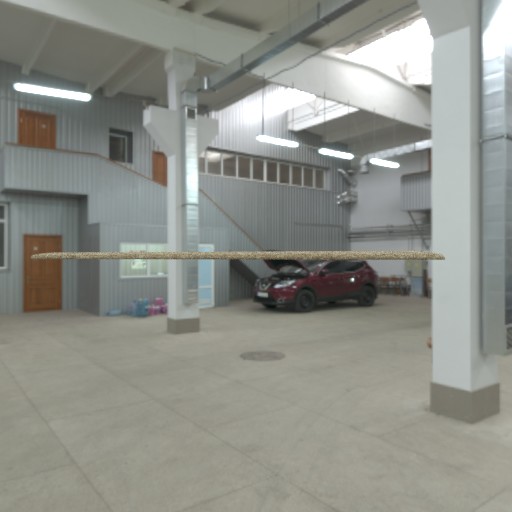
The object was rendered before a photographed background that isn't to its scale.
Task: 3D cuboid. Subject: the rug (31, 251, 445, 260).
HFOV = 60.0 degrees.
[{"bbox_3d":[0.000,0.000,3.831,2.873,0.050,2.242,0,0,18],"label":"rug"}]
